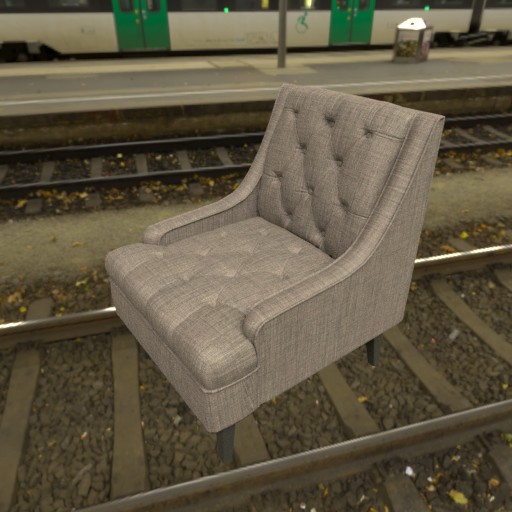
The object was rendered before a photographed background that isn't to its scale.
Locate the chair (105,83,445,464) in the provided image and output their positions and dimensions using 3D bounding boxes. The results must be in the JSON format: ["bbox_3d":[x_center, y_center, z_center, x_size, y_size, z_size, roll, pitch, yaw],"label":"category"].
[{"bbox_3d":[0.000,0.000,1.384,0.771,0.891,0.655,-21,36,-31],"label":"chair"}]
